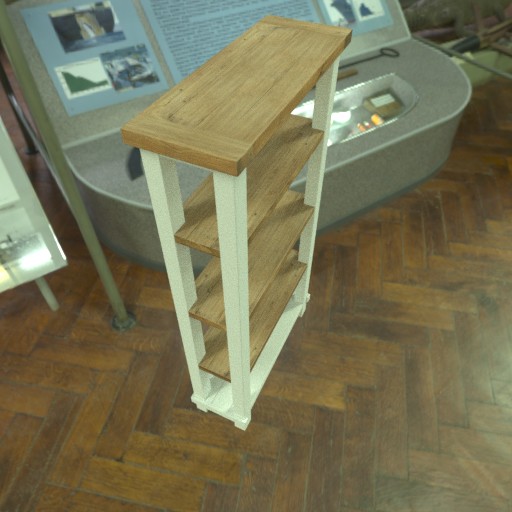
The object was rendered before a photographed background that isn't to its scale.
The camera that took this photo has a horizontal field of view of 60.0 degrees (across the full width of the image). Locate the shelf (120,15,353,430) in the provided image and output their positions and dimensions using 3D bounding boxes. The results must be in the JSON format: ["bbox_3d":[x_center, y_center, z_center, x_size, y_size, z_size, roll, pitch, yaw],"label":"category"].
[{"bbox_3d":[0.000,0.000,2.218,0.381,1.878,1.022,19,50,17],"label":"shelf"}]
